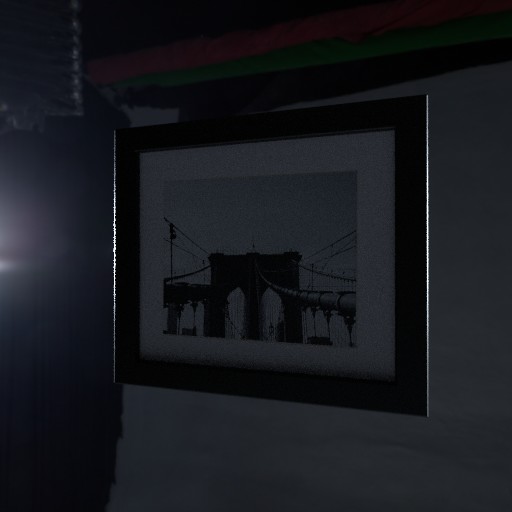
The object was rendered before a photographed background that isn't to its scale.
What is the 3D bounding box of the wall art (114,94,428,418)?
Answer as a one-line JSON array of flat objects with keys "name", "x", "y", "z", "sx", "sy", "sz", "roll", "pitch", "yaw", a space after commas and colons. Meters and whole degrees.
[{"name": "wall art", "x": 0.000, "y": 0.000, "z": 0.527, "sx": 0.380, "sy": 0.330, "sz": 0.028, "roll": 0, "pitch": 0, "yaw": 19}]
